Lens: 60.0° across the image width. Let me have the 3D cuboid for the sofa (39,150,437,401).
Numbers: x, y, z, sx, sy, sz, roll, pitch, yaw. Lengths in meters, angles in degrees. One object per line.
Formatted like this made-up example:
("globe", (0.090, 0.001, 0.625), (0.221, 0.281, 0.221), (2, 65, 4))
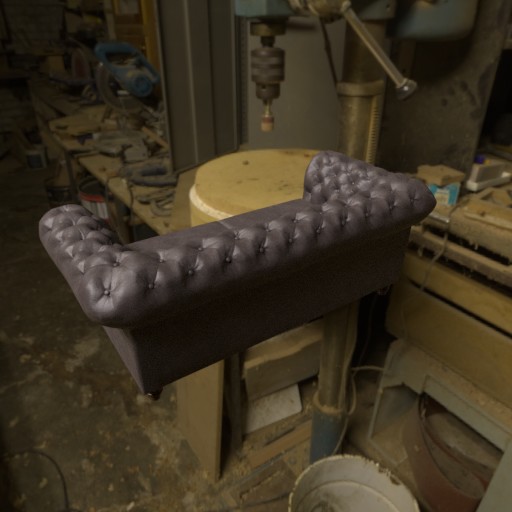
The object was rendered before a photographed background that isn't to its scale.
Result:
("sofa", (0.000, 0.000, 2.529), (2.048, 0.779, 0.944), (-18, 34, -29))
